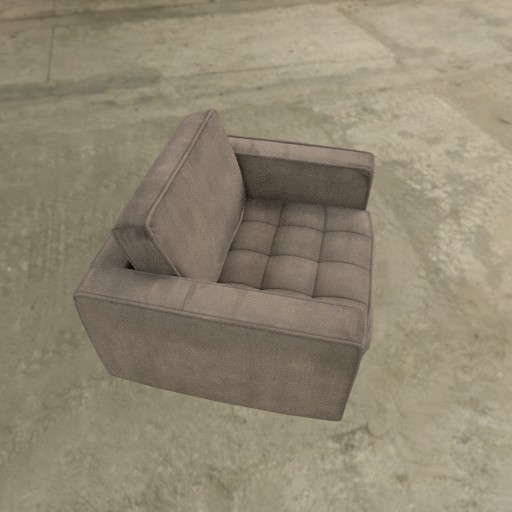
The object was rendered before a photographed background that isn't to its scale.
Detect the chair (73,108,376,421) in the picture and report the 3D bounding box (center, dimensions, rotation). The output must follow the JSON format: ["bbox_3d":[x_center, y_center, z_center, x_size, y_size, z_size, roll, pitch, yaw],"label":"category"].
[{"bbox_3d":[0.000,0.000,1.566,0.843,0.773,0.928,9,46,9],"label":"chair"}]
